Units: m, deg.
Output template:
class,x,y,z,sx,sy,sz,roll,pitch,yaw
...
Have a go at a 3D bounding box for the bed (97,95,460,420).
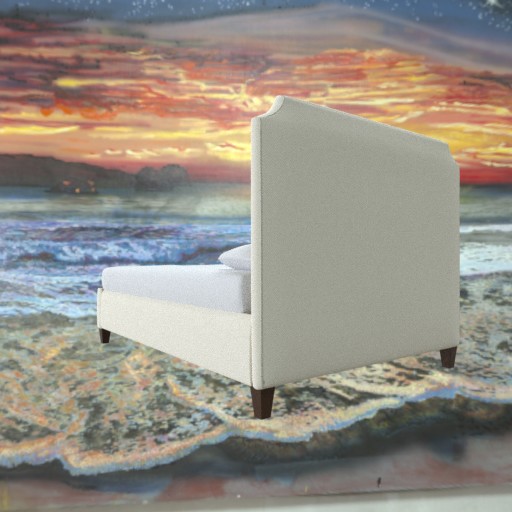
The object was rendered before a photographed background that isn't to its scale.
class,x,y,z,sx,sy,sz,roll,pitch,yaw
bed,0.000,0.000,3.393,1.712,1.497,2.372,0,0,-37
